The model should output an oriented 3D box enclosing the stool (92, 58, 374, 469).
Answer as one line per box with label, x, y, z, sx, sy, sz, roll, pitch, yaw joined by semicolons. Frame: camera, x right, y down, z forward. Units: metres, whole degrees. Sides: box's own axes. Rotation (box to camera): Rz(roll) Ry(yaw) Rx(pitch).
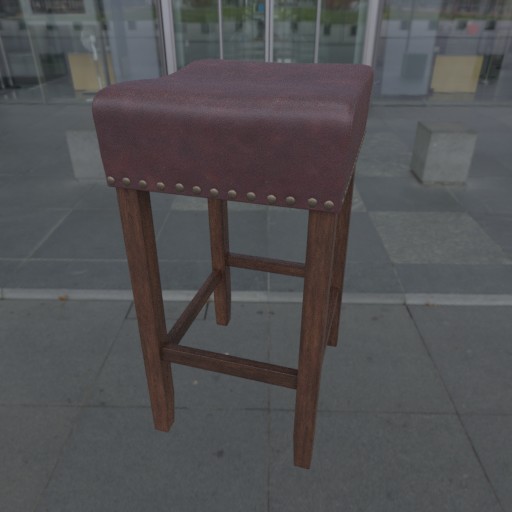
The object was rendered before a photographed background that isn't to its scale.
stool;0.000;0.000;0.997;0.401;0.769;0.465;8;31;14
